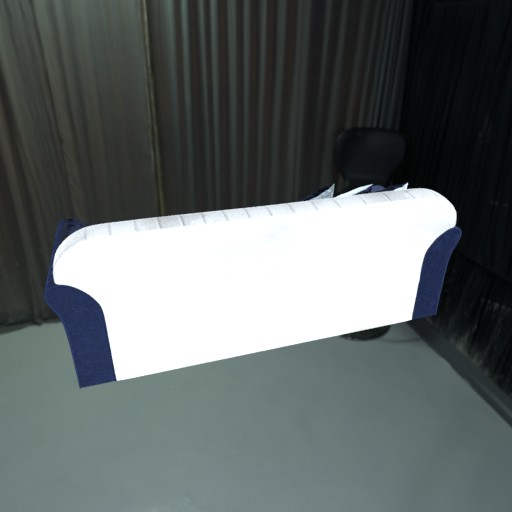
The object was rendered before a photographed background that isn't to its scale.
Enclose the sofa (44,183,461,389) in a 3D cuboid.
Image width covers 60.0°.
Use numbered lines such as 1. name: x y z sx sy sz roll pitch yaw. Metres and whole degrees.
1. sofa: 0.000 0.000 2.414 2.006 0.789 0.749 -8 28 -16
